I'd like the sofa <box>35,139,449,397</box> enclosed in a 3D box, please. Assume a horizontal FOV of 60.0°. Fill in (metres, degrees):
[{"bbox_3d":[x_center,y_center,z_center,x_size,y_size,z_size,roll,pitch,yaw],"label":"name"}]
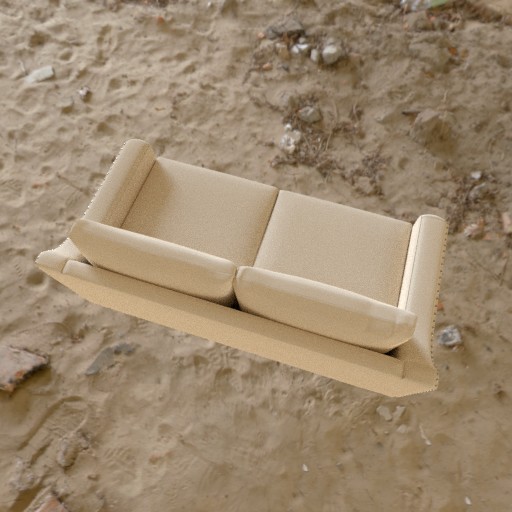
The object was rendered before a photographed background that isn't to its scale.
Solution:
[{"bbox_3d":[0.000,0.000,2.318,1.812,0.830,0.949,16,65,8],"label":"sofa"}]
